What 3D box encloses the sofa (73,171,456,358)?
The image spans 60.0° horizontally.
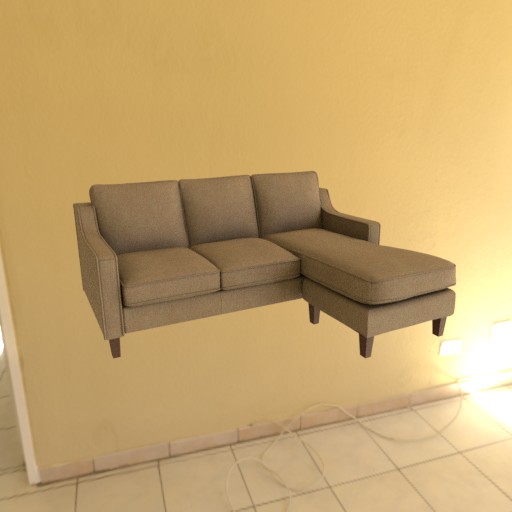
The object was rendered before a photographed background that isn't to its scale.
[{"bbox_3d":[0.000,0.000,3.341,2.317,1.081,1.858,-8,18,-27],"label":"sofa"}]
